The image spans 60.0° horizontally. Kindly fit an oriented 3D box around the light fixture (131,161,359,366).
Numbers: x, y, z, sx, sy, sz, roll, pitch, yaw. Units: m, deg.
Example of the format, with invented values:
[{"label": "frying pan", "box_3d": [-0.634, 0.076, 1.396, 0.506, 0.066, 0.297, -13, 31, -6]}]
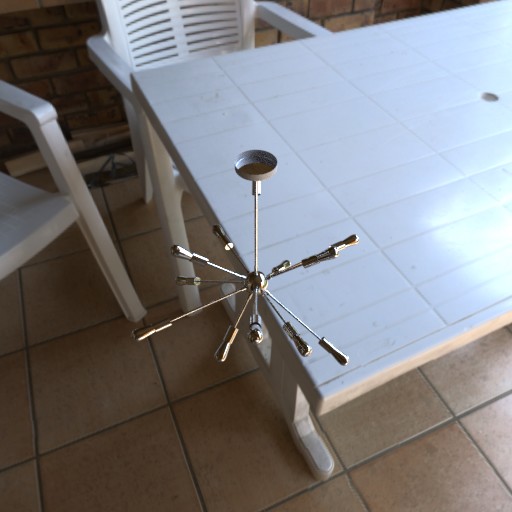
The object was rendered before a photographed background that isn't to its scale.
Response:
[{"label": "light fixture", "box_3d": [0.000, 0.000, 1.098, 0.684, 0.558, 0.509, -23, 51, -20]}]
